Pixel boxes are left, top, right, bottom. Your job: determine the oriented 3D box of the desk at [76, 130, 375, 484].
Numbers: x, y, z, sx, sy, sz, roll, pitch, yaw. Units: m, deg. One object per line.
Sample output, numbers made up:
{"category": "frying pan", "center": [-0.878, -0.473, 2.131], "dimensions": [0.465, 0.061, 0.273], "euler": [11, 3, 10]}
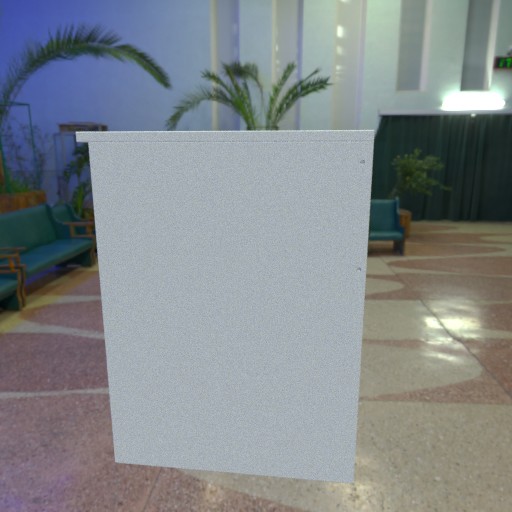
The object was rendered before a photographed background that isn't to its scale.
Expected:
{"category": "desk", "center": [0.000, 0.000, 1.431], "dimensions": [0.560, 0.730, 1.100], "euler": [2, 13, 7]}
